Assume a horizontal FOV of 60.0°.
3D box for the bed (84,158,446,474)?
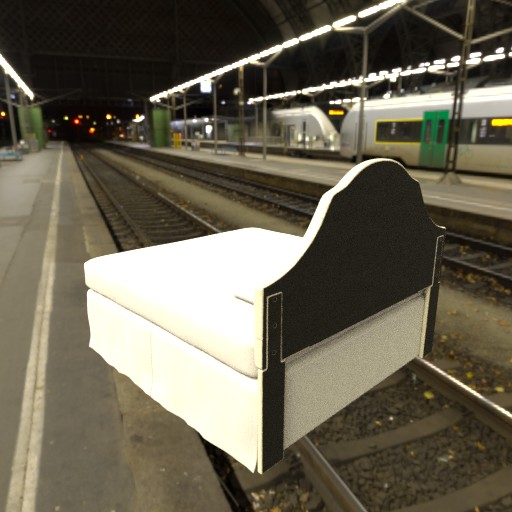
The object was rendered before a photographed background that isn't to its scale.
[{"bbox_3d":[0.000,0.000,3.439,2.012,1.555,2.086,-14,21,-42],"label":"bed"}]
